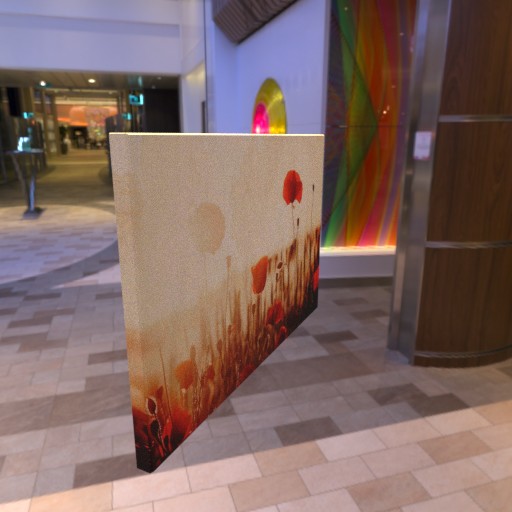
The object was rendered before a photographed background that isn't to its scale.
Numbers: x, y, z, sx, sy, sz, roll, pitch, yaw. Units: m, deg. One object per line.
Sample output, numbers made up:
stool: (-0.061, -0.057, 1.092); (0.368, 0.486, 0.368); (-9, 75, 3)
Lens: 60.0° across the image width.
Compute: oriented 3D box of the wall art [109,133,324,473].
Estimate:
wall art: (0.000, 0.000, 1.134); (0.038, 0.602, 0.918); (8, 17, 26)
